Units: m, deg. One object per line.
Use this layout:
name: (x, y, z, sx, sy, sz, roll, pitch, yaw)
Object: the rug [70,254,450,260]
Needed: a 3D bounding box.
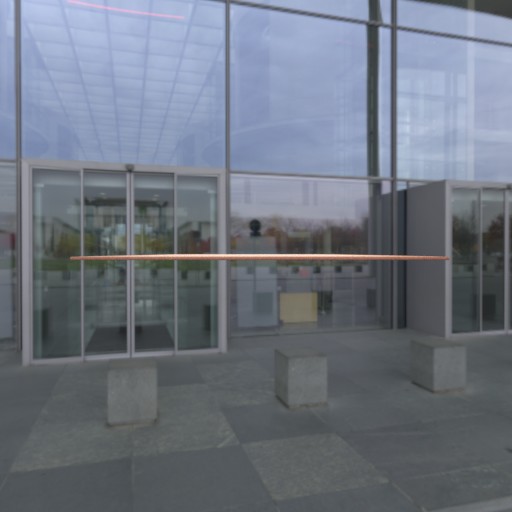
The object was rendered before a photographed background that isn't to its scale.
rug: (0.000, 0.000, 2.991, 1.524, 0.014, 2.438, 0, 0, -1)
